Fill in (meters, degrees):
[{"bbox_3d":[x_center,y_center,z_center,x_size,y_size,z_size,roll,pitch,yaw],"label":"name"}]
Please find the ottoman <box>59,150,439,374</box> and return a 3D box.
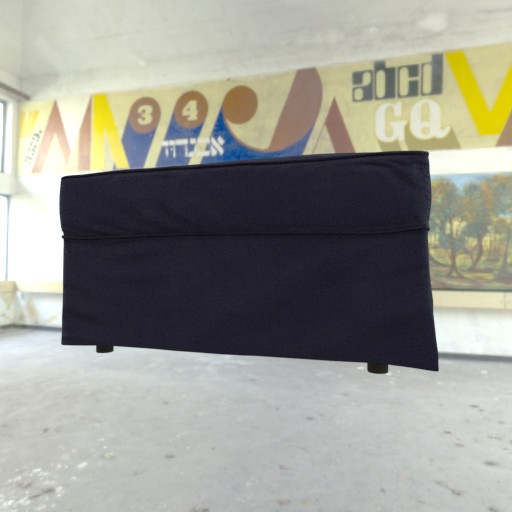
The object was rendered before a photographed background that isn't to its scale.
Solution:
[{"bbox_3d":[0.000,0.000,1.291,0.938,0.503,0.637,0,-1,18],"label":"ottoman"}]
